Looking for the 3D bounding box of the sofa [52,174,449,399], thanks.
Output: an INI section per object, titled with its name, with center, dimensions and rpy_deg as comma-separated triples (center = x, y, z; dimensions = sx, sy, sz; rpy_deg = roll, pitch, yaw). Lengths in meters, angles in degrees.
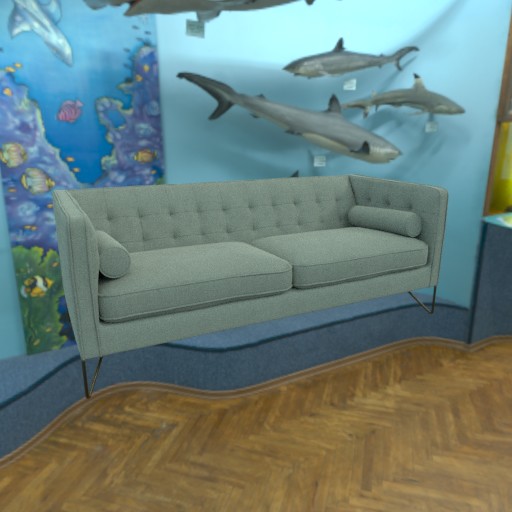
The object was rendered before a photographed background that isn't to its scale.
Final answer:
[sofa]
center = 0.000, 0.000, 2.588
dimensions = 2.079, 0.798, 0.912
rpy_deg = -8, 17, -26
